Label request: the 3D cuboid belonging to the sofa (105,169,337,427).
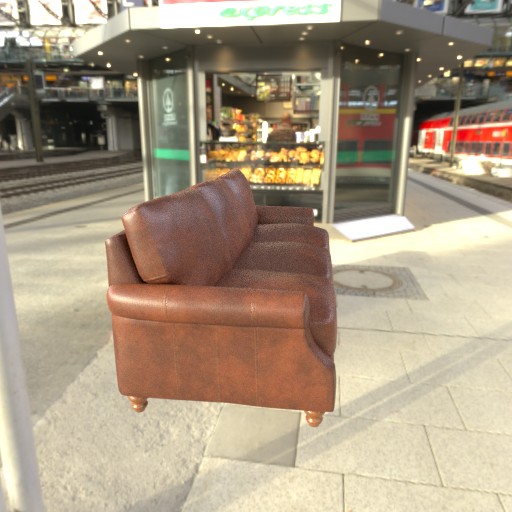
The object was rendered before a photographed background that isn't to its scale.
[{"bbox_3d":[0.000,0.000,2.843,0.973,0.977,2.351,2,15,7],"label":"sofa"}]
